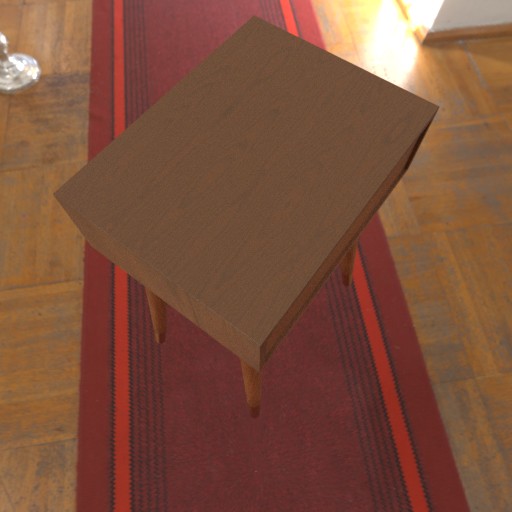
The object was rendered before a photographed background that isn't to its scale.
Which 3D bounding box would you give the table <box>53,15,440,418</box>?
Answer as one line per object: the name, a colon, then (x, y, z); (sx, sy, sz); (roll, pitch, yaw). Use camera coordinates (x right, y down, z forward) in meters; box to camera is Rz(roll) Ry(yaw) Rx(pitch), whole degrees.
table: (0.000, 0.000, 0.803); (0.300, 0.599, 0.406); (34, 69, 15)
